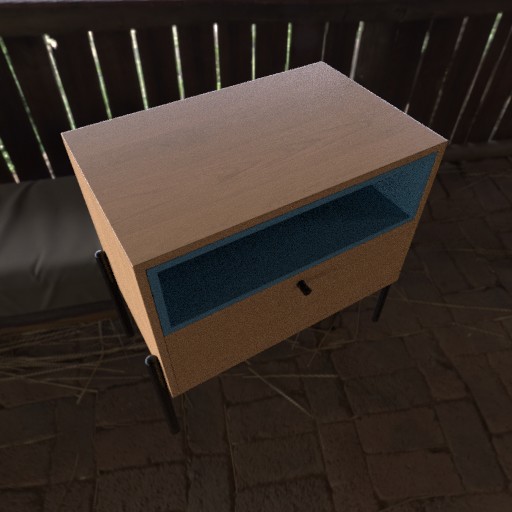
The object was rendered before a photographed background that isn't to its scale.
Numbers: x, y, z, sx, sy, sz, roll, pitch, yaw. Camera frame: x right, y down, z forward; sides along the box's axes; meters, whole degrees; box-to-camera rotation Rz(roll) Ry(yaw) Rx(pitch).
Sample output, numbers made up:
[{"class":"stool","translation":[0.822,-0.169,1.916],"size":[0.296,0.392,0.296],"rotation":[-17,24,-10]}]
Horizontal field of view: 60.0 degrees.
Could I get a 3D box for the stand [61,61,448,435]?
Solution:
[{"class":"stand","translation":[0.000,0.000,1.002],"size":[0.630,0.600,0.400],"rotation":[-24,52,-20]}]
